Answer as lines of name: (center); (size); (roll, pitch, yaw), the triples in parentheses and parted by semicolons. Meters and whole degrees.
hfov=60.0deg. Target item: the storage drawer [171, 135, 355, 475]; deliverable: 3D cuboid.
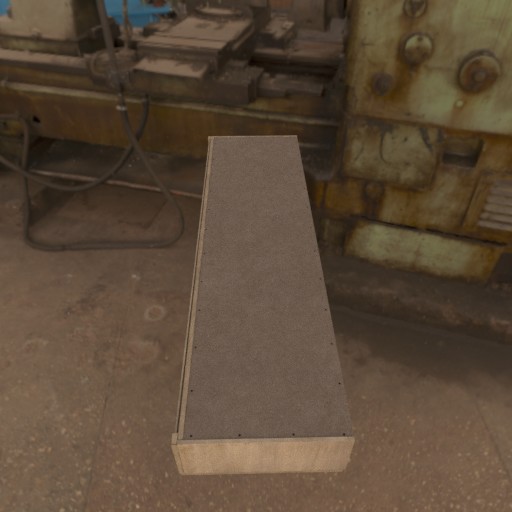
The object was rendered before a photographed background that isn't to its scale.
storage drawer: (0.000, 0.000, 2.275); (0.591, 0.274, 2.072); (-1, 42, -1)
